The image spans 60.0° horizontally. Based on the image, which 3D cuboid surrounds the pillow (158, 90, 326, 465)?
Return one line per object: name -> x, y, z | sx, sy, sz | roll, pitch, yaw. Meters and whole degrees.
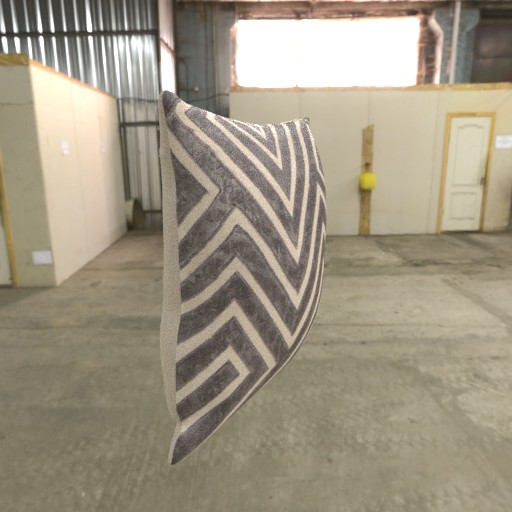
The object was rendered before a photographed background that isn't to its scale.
pillow -> 0.000, 0.000, 0.679 | 0.182, 0.441, 0.440 | 7, 16, 26
